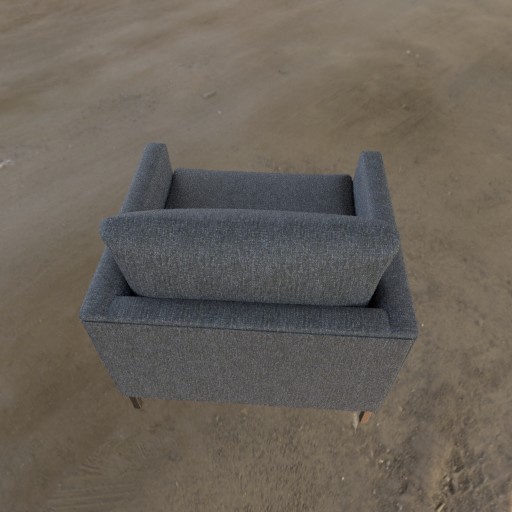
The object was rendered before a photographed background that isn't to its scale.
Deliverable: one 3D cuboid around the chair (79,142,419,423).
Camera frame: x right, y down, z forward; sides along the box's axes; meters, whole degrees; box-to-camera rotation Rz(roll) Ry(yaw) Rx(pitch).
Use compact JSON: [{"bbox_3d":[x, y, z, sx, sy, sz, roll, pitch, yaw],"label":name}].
[{"bbox_3d":[0.000,0.000,1.622,0.963,0.861,0.866,3,48,2],"label":"chair"}]
